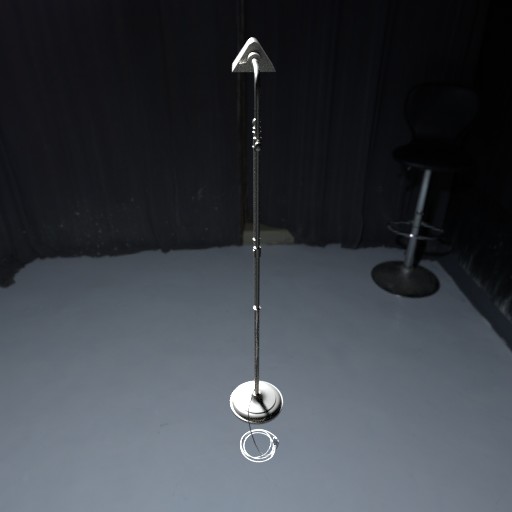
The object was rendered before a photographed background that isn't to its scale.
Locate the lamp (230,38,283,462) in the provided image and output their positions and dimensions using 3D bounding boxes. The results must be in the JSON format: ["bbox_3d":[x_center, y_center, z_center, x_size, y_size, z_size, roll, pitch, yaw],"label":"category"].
[{"bbox_3d":[0.000,0.000,1.838,0.256,1.571,0.813,-1,31,-2],"label":"lamp"}]
